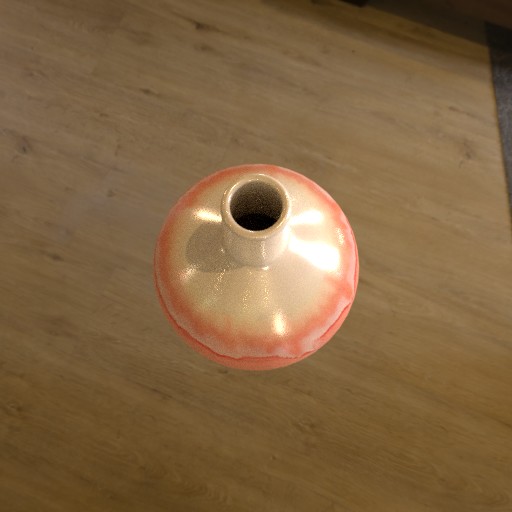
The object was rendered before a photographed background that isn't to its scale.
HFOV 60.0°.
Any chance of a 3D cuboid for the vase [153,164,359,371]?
[{"bbox_3d":[0.000,0.000,0.272,0.137,0.176,0.137,0,76,0],"label":"vase"}]
